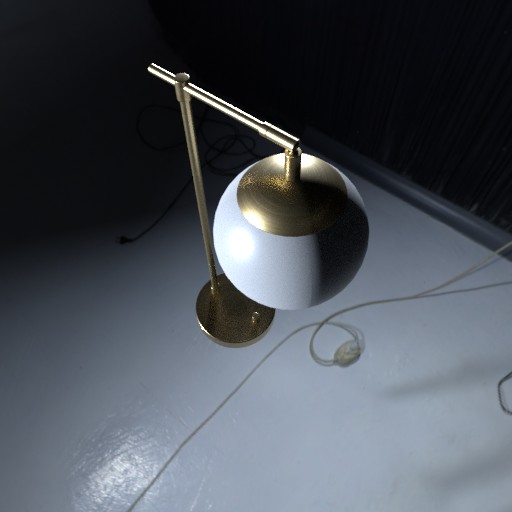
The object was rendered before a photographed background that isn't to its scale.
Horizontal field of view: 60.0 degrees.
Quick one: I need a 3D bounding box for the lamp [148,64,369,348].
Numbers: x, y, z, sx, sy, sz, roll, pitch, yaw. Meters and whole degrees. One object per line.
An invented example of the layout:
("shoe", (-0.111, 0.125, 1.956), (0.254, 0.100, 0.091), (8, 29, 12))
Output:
("lamp", (0.000, 0.000, 0.714), (0.324, 0.559, 0.207), (34, 64, 19))
